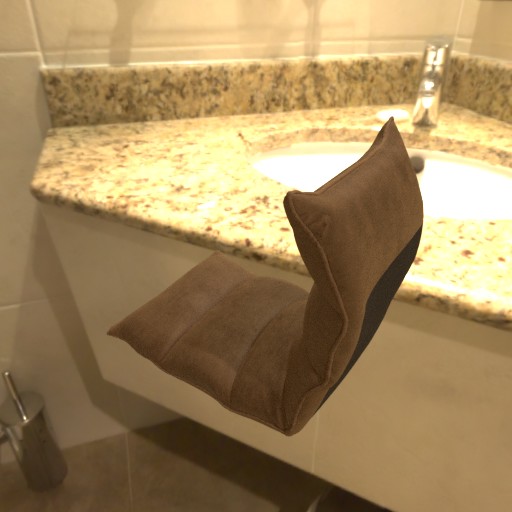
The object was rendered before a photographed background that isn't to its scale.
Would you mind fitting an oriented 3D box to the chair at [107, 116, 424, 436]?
[{"bbox_3d":[0.000,0.000,1.534,0.985,0.892,0.714,20,37,30],"label":"chair"}]
